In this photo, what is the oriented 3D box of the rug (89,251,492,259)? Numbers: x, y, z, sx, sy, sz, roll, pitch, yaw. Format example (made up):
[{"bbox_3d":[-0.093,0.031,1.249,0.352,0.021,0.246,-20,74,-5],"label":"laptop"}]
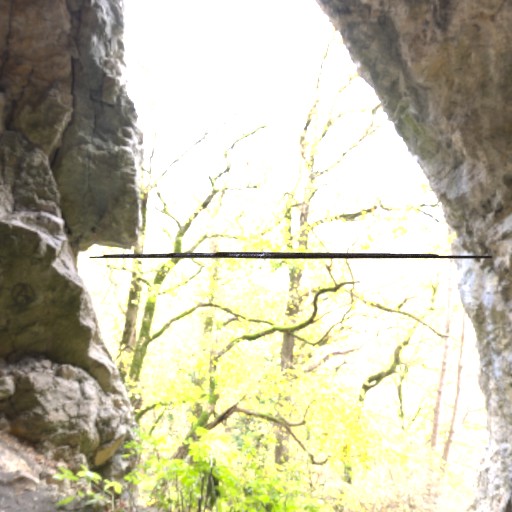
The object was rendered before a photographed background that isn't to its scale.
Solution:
[{"bbox_3d":[0.000,0.000,2.921,1.513,0.033,2.333,0,0,-36],"label":"rug"}]
